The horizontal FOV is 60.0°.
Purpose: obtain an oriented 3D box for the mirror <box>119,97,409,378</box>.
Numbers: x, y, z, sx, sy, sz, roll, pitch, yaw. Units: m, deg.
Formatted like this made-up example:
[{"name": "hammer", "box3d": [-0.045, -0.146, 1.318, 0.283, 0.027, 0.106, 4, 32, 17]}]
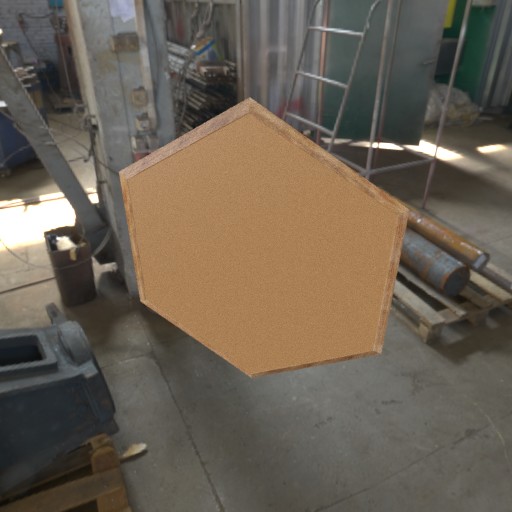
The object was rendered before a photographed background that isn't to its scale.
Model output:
[{"name": "mirror", "box3d": [0.000, 0.000, 1.113, 0.675, 0.779, 0.091, 10, 32, 16]}]
